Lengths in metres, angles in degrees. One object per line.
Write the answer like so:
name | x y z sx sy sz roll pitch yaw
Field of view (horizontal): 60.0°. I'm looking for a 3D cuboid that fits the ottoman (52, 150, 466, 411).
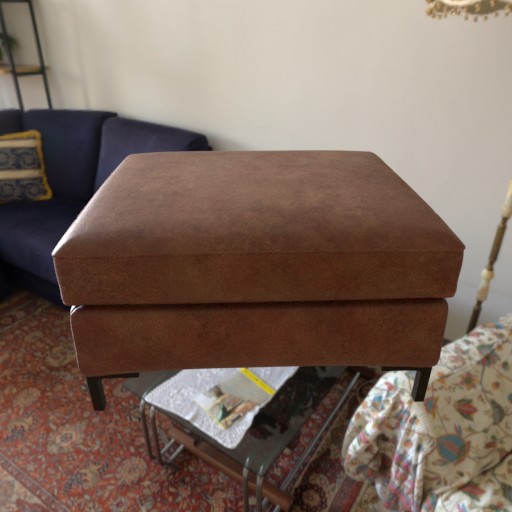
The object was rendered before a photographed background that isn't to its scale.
ottoman | 0.000 0.000 1.771 1.186 0.667 0.965 -1 29 -2
